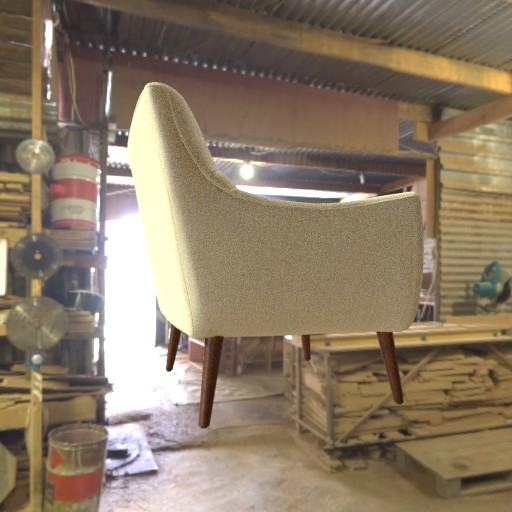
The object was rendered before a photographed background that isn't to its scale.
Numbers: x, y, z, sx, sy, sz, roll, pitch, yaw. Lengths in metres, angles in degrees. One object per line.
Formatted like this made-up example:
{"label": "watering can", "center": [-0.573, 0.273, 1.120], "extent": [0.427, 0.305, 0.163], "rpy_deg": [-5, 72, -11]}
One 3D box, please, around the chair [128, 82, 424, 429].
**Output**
{"label": "chair", "center": [0.000, 0.000, 1.429], "extent": [0.787, 0.838, 0.762], "rpy_deg": [0, -1, -19]}
